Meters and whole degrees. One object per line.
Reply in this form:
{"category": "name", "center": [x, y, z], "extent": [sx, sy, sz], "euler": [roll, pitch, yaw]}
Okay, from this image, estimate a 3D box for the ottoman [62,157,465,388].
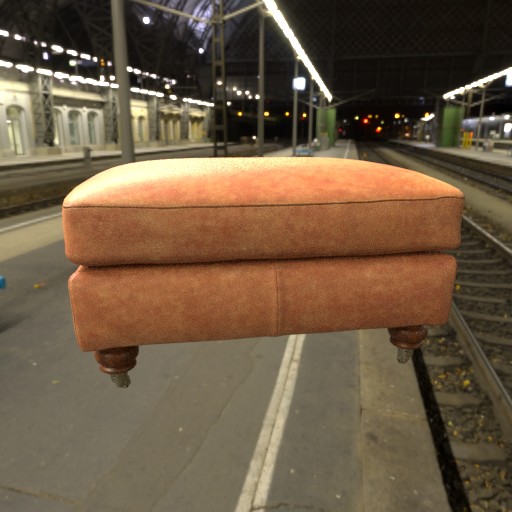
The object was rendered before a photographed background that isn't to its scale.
{"category": "ottoman", "center": [0.000, 0.000, 1.174], "extent": [0.852, 0.507, 0.565], "euler": [-3, 16, -9]}
